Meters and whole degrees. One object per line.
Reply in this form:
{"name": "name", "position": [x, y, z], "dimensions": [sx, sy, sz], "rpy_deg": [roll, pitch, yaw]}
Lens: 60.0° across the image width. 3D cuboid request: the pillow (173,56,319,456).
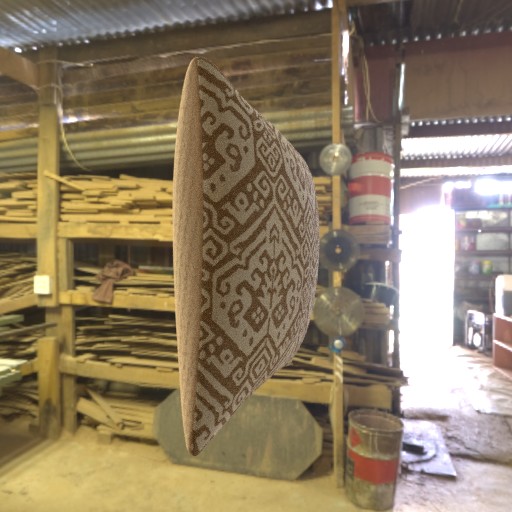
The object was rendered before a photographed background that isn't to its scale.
{"name": "pillow", "position": [0.000, 0.000, 0.640], "dimensions": [0.173, 0.407, 0.419], "rpy_deg": [0, 0, 18]}
